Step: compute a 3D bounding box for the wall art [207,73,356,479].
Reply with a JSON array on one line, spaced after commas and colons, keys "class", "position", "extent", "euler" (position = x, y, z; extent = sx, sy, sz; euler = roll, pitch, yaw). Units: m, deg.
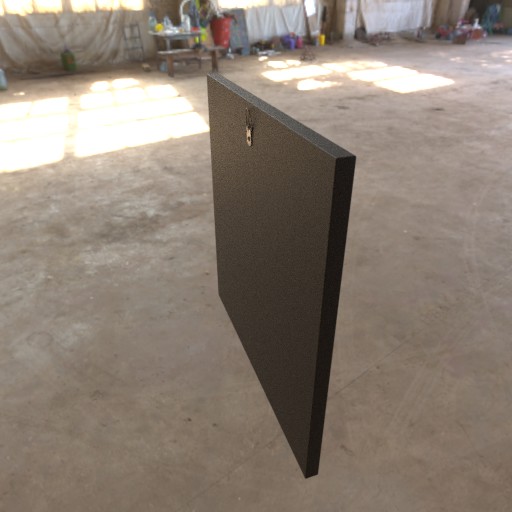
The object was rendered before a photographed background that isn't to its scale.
[{"class": "wall art", "position": [0.000, 0.000, 1.200], "extent": [0.043, 0.807, 0.805], "euler": [-10, 33, -16]}]
